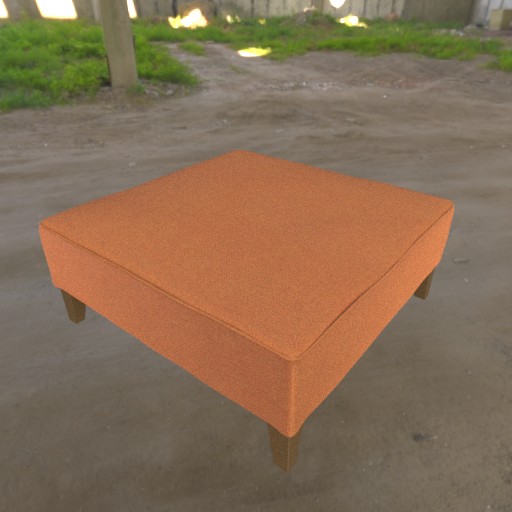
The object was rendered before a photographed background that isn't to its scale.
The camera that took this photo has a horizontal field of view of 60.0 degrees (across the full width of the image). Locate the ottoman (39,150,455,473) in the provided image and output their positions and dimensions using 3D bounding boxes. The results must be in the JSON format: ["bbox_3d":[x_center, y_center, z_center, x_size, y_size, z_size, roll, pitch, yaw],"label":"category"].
[{"bbox_3d":[0.000,0.000,1.539,0.997,0.438,0.999,22,37,32],"label":"ottoman"}]
